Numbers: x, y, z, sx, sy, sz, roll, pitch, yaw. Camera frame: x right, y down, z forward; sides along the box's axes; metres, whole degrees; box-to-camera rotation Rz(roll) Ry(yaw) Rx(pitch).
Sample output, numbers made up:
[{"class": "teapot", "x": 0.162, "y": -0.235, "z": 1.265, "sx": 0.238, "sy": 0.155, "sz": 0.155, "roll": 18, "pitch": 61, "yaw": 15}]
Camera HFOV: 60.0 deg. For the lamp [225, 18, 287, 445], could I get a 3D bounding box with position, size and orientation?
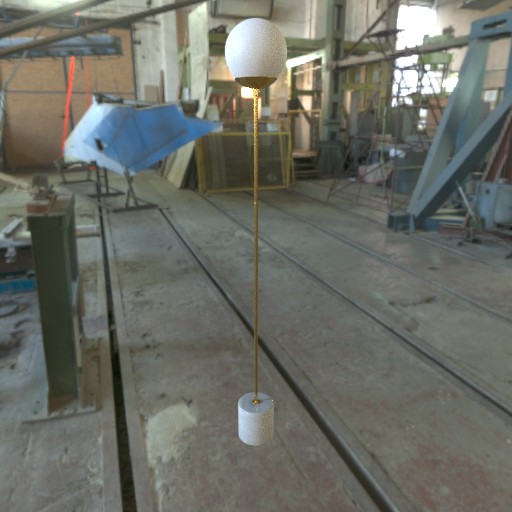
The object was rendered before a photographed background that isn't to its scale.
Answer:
[{"class": "lamp", "x": 0.000, "y": 0.000, "z": 1.823, "sx": 0.224, "sy": 1.753, "sz": 0.224, "roll": 8, "pitch": 19, "yaw": 24}]
